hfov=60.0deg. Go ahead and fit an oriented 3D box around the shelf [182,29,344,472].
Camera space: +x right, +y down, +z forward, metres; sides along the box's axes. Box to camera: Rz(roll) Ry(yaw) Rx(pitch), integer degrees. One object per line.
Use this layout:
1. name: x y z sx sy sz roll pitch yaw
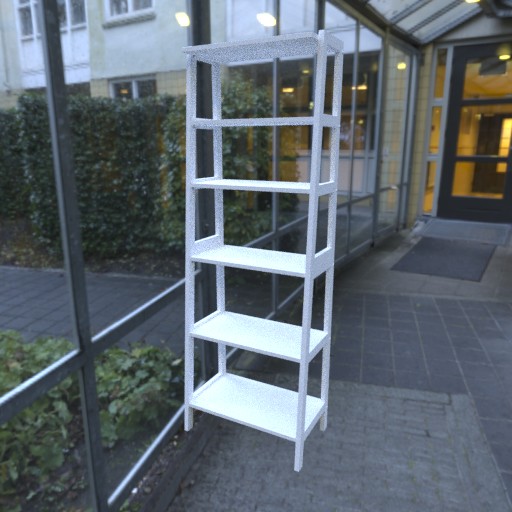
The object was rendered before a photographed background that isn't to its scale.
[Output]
1. shelf: 0.000 0.000 2.126 0.660 1.892 0.381 7 16 27
